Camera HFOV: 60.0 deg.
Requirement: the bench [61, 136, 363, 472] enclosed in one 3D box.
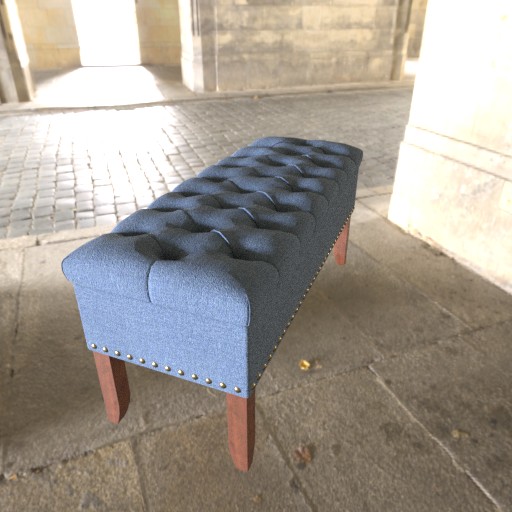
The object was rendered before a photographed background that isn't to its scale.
[{"bbox_3d":[0.000,0.000,1.326,0.417,0.492,1.052,11,30,19],"label":"bench"}]
